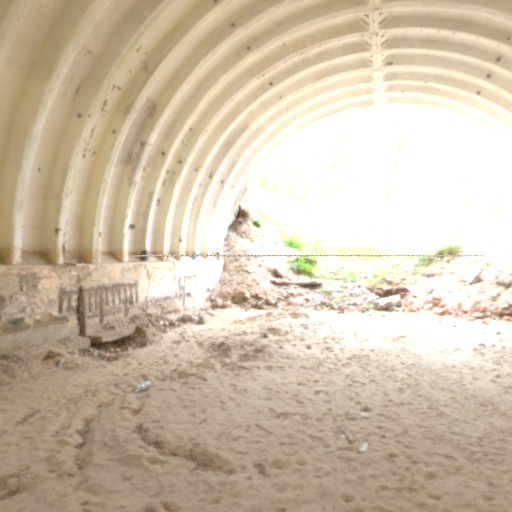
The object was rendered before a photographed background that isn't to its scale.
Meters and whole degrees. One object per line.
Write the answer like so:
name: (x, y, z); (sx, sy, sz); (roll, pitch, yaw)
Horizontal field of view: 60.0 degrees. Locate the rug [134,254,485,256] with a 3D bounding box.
rug: (0.000, 0.000, 3.047); (1.519, 0.007, 2.428); (0, 0, -18)
